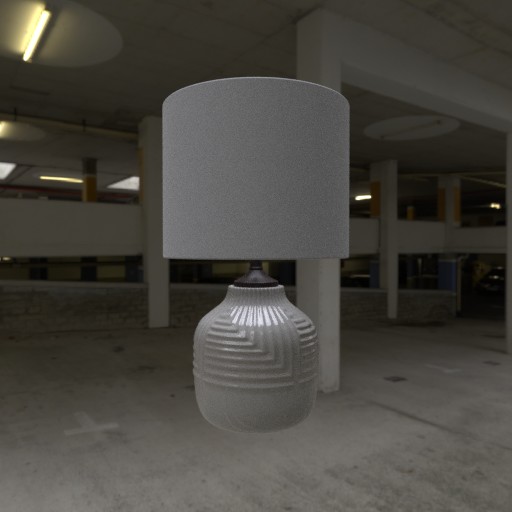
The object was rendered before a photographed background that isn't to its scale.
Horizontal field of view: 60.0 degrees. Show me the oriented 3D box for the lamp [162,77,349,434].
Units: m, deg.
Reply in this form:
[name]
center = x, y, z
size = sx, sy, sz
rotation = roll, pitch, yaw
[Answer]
[lamp]
center = 0.000, 0.000, 0.773
size = 0.318, 0.567, 0.318
rotation = 0, 1, 0
